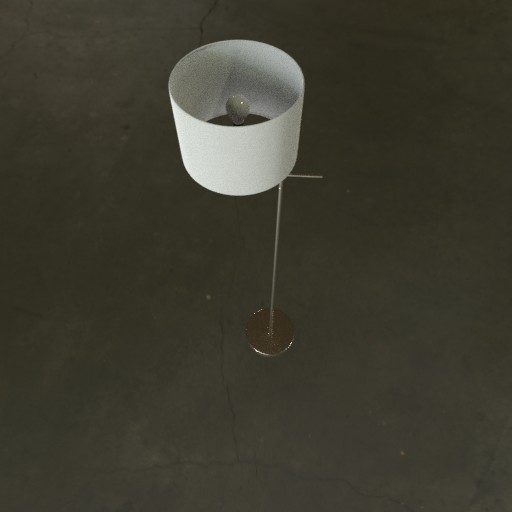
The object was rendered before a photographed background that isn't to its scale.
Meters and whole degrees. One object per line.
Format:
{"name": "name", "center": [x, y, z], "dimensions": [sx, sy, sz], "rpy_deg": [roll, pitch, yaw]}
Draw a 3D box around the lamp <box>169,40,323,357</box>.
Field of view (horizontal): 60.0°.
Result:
{"name": "lamp", "center": [0.000, 0.000, 1.736], "dimensions": [0.416, 1.600, 0.324], "rpy_deg": [2, 58, 1]}
